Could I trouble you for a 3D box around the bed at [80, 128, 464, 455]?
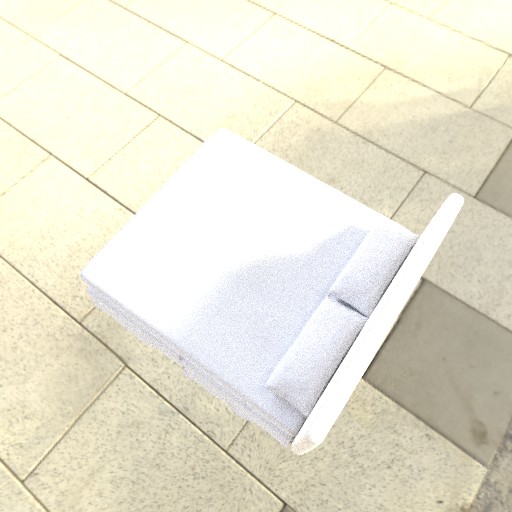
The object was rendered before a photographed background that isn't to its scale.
[{"bbox_3d":[0.000,0.000,3.704,2.341,1.317,2.119,32,68,15],"label":"bed"}]
